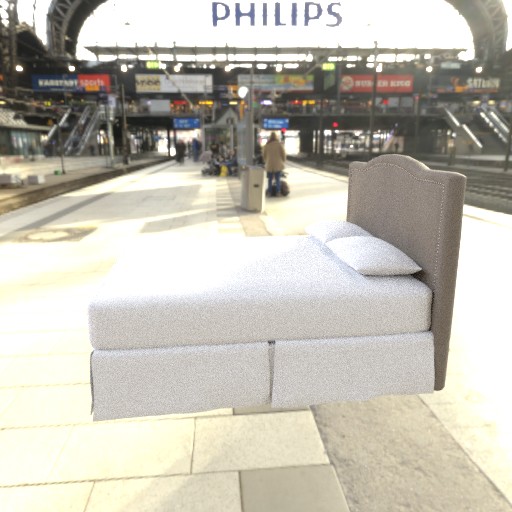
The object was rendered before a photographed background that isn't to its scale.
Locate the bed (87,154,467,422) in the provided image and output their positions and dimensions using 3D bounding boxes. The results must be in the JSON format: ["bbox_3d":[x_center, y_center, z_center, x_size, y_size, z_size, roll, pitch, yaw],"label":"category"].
[{"bbox_3d":[0.000,0.000,3.230,2.128,1.441,1.744,-2,14,-7],"label":"bed"}]
